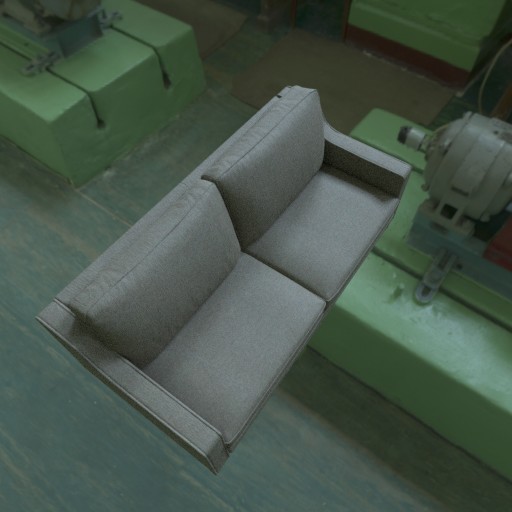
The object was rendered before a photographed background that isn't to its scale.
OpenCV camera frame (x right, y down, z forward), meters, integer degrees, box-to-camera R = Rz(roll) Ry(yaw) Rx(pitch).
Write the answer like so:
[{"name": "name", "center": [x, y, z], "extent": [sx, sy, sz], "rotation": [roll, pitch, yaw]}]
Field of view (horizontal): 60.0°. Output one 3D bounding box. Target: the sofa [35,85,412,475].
[{"name": "sofa", "center": [0.000, 0.000, 2.731], "extent": [1.073, 1.074, 2.181], "rotation": [31, 62, 19]}]
